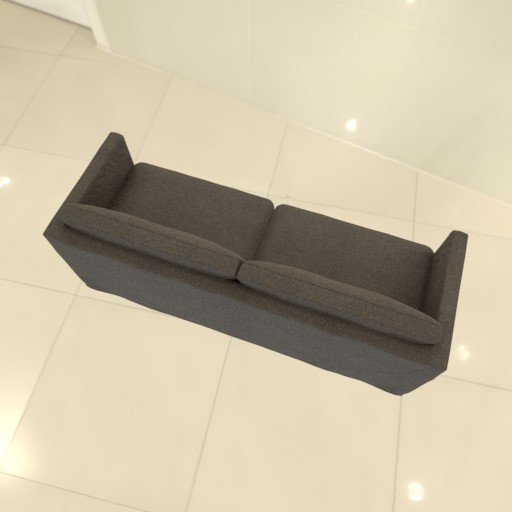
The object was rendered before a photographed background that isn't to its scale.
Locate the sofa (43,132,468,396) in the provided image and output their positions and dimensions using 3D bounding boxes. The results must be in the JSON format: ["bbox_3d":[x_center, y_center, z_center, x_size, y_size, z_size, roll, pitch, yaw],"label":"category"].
[{"bbox_3d":[0.000,0.000,3.322,2.779,0.998,1.036,18,64,9],"label":"sofa"}]
